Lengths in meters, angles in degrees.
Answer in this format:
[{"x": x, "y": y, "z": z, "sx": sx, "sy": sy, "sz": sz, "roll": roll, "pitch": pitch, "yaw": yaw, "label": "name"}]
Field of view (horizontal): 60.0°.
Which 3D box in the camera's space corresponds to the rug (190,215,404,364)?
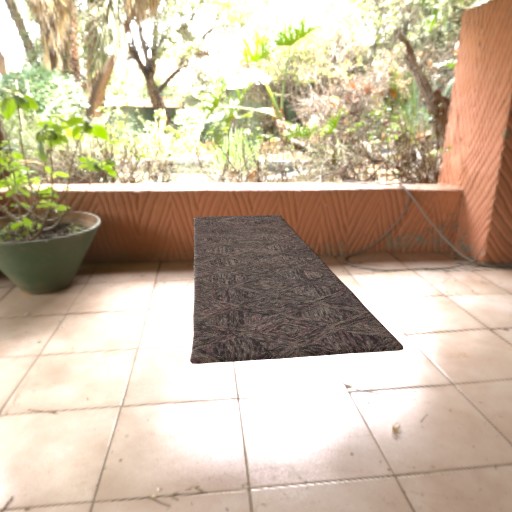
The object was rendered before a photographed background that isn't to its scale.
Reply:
[{"x": 0.000, "y": 0.000, "z": 2.517, "sx": 0.719, "sy": 0.013, "sz": 2.305, "roll": -2, "pitch": 17, "yaw": -7, "label": "rug"}]
